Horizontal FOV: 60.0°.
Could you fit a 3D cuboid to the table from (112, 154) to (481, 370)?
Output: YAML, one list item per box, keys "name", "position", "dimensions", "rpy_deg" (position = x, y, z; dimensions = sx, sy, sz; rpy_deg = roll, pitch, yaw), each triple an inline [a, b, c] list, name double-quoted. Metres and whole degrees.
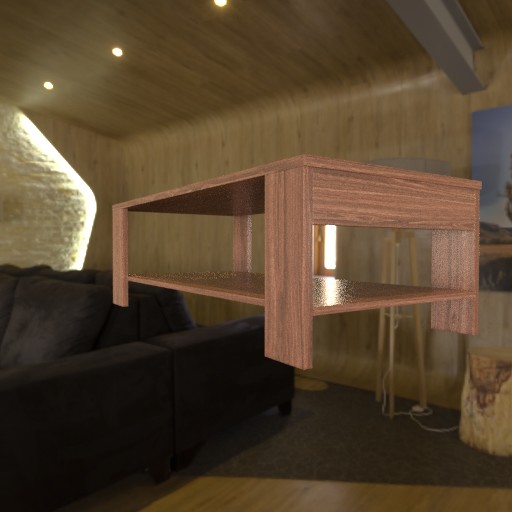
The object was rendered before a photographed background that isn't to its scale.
- name: "table"
  position: [0.000, 0.000, 1.482]
  dimensions: [0.600, 0.400, 1.200]
  rpy_deg: [-1, 1, -34]
